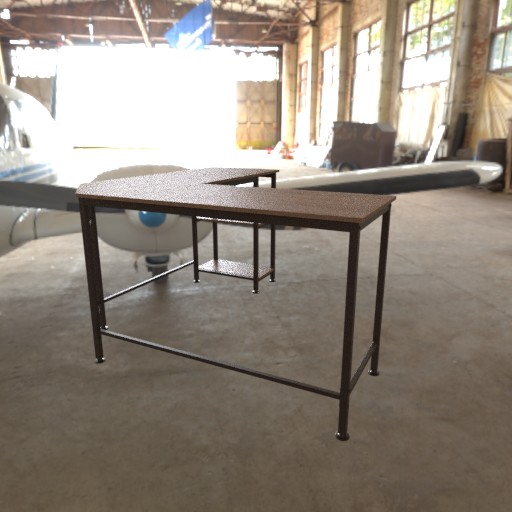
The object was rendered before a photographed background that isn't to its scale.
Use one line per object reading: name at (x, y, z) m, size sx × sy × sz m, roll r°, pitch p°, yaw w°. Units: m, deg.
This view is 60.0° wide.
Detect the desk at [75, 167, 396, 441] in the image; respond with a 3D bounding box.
desk at (0.000, 0.000, 2.226) m, size 1.379 × 0.739 × 1.379 m, roll 8°, pitch 18°, yaw 26°
